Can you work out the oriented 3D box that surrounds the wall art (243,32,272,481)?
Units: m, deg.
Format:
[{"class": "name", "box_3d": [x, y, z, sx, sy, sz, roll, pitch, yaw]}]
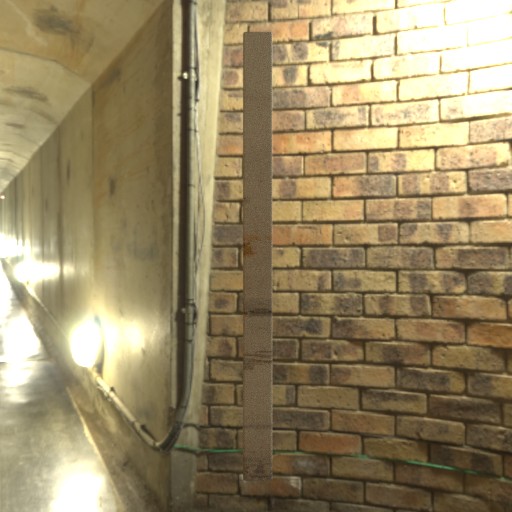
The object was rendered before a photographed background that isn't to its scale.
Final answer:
[{"class": "wall art", "box_3d": [0.000, 0.000, 0.909, 0.040, 0.613, 0.611, 0, 0, 0]}]
